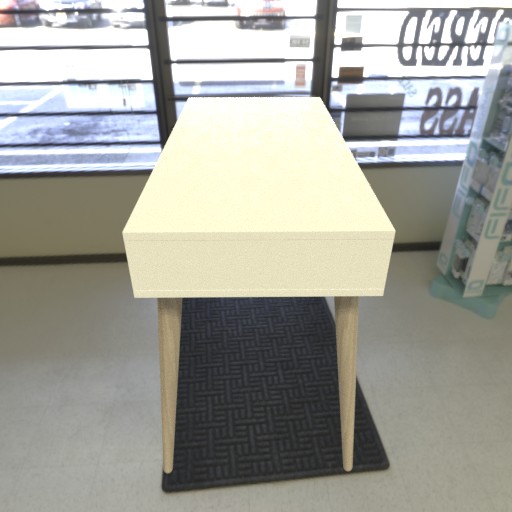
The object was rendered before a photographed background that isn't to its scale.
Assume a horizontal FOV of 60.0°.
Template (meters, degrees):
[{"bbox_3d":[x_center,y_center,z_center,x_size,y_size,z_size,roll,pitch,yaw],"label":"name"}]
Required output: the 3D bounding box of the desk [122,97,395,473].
[{"bbox_3d":[0.000,0.000,1.368,0.491,0.723,0.979,0,33,-1],"label":"desk"}]
